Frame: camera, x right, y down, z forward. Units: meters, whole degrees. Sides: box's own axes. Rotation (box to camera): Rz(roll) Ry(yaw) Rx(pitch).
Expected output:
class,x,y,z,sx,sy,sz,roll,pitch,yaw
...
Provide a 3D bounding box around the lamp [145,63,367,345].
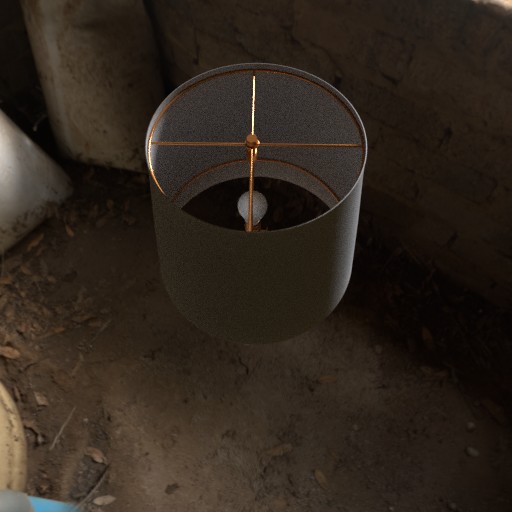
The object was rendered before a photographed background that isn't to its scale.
class,x,y,z,sx,sy,sz,roll,pitch,yaw
lamp,0.000,0.000,0.449,0.189,0.340,0.189,0,62,0
